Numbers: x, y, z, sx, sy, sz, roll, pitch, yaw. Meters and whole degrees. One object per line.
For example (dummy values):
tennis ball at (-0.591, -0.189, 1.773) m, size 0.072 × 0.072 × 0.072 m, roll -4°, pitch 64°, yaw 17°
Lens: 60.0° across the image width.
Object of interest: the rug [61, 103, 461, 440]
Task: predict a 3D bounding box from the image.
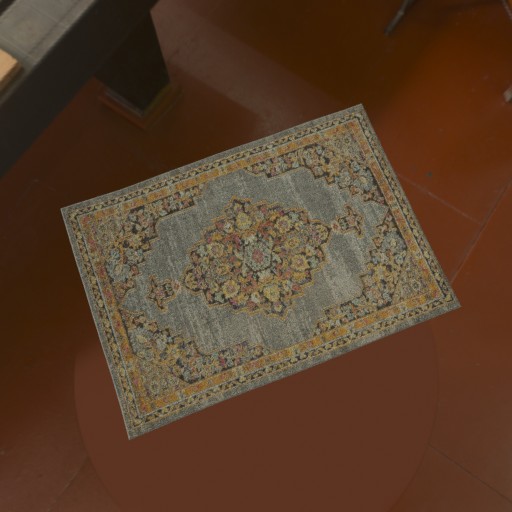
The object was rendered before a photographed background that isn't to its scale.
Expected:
rug at (0.000, 0.000, 4.006) m, size 3.063 × 0.024 × 2.158 m, roll -20°, pitch 77°, yaw -5°
